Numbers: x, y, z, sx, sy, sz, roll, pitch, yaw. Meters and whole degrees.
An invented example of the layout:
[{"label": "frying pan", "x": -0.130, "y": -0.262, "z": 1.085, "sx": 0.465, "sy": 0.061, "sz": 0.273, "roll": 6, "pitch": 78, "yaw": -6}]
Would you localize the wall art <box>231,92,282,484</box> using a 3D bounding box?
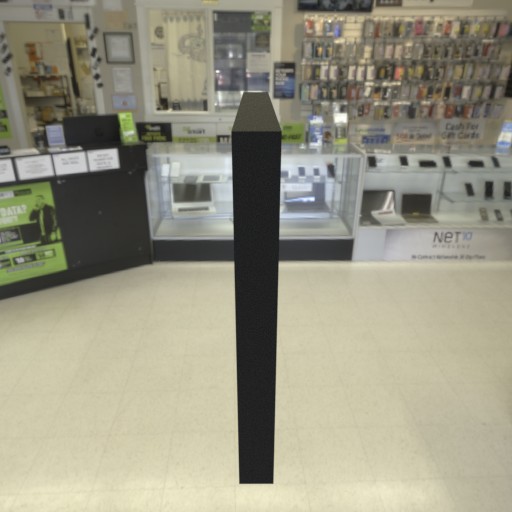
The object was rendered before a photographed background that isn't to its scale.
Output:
[{"label": "wall art", "x": 0.000, "y": 0.000, "z": 0.471, "sx": 0.030, "sy": 0.305, "sz": 0.308, "roll": 0, "pitch": 24, "yaw": 0}]
